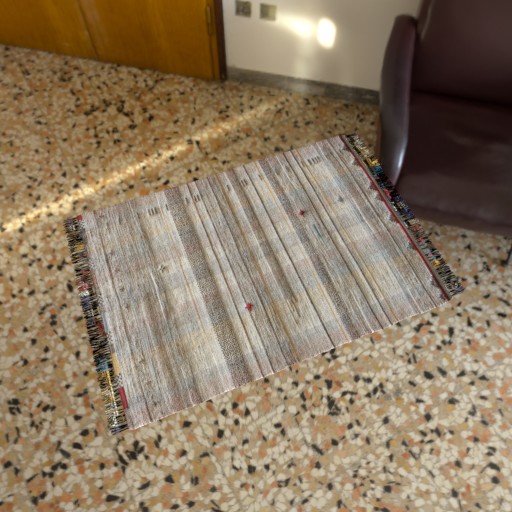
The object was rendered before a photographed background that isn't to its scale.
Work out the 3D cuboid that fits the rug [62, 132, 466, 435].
[{"bbox_3d":[0.000,0.000,2.347,1.848,0.012,1.217,-19,63,-10],"label":"rug"}]
